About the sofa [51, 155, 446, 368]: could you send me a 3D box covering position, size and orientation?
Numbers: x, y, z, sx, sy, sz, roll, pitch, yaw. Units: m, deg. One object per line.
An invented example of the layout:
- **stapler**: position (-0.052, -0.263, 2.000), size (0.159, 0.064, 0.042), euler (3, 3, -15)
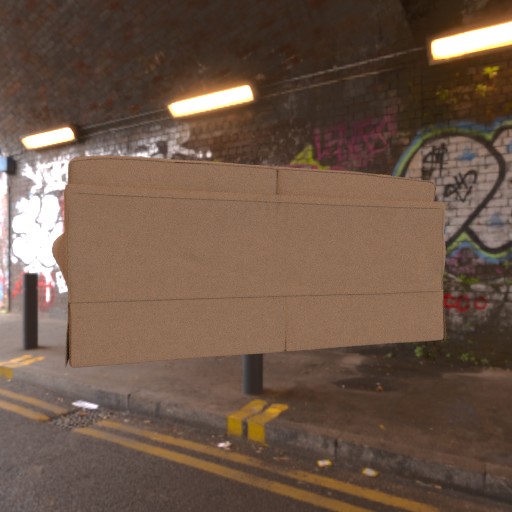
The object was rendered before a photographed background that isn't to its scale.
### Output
- **sofa**: position (0.000, 0.000, 2.728), size (2.246, 1.014, 0.900), euler (0, 0, -19)
